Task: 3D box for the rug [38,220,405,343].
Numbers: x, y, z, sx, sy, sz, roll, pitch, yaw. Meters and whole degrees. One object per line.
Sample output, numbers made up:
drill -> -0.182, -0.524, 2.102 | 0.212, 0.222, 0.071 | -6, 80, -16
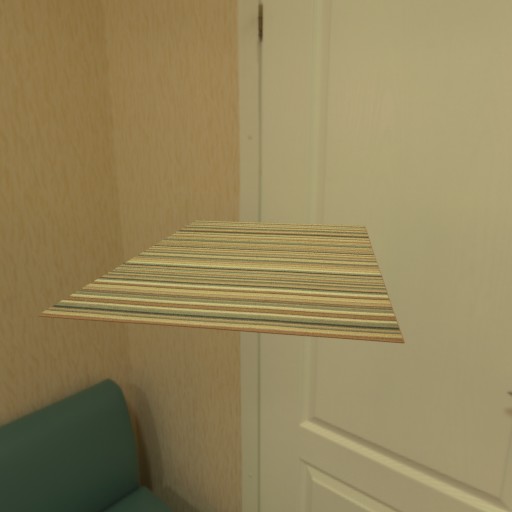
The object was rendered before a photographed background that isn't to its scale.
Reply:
rug -> 0.000, 0.000, 2.296 | 1.219, 0.008, 1.829 | 3, 15, 9
